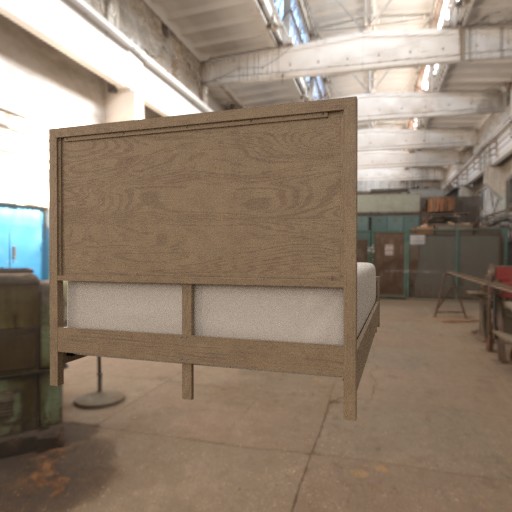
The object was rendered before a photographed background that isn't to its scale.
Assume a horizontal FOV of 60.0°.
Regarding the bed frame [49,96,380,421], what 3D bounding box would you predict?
[{"bbox_3d":[0.000,0.000,3.158,1.606,1.369,2.189,0,1,18],"label":"bed frame"}]
